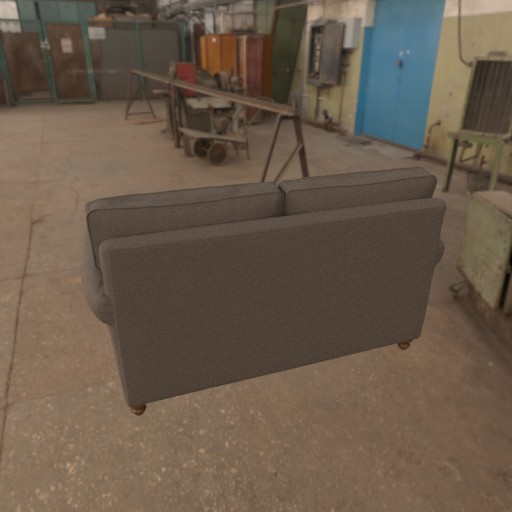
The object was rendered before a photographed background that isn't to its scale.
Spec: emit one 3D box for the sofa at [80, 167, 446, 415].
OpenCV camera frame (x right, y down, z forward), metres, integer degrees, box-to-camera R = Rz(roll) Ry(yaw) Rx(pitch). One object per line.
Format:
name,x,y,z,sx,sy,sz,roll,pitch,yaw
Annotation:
sofa,0.000,0.000,2.279,1.665,0.937,0.964,-9,27,-18
